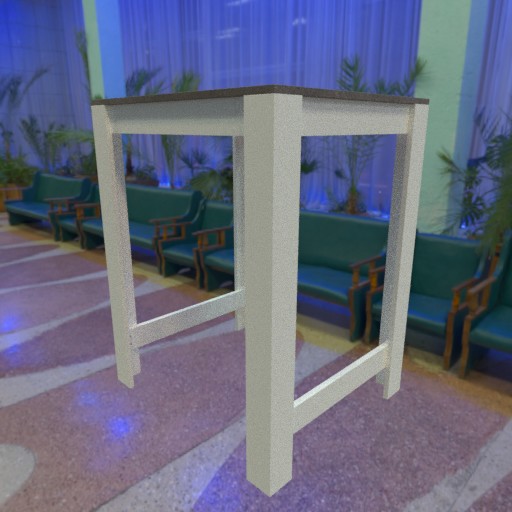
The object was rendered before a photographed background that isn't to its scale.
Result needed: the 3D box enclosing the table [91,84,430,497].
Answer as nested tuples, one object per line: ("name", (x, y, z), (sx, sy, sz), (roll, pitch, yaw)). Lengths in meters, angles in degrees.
("table", (0.000, 0.000, 1.530), (0.800, 1.020, 0.700), (16, 22, 43))
